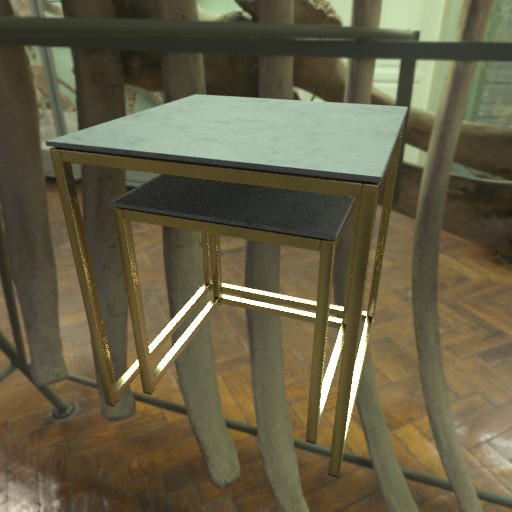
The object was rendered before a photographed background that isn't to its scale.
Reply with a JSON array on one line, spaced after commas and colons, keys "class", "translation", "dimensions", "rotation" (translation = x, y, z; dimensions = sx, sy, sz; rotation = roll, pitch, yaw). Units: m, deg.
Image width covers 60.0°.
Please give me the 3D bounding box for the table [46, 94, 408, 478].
[{"class": "table", "translation": [0.000, 0.000, 0.842], "dimensions": [0.450, 0.500, 0.450], "rotation": [10, 30, 18]}]
